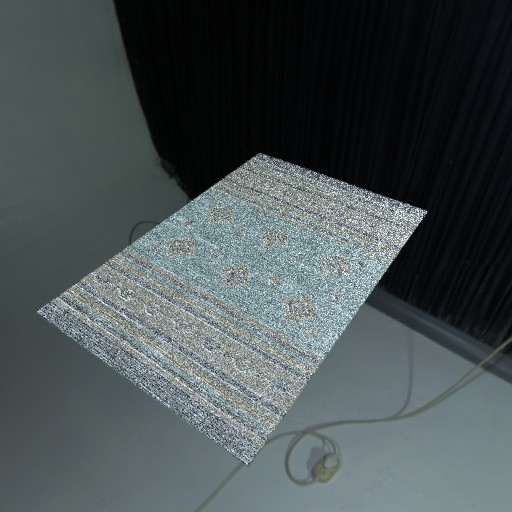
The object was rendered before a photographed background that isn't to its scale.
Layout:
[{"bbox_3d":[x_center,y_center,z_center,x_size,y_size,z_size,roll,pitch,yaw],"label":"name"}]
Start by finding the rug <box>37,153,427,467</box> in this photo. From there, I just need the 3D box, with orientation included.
[{"bbox_3d":[0.000,0.000,2.343,1.212,0.010,1.811,25,48,25],"label":"rug"}]
